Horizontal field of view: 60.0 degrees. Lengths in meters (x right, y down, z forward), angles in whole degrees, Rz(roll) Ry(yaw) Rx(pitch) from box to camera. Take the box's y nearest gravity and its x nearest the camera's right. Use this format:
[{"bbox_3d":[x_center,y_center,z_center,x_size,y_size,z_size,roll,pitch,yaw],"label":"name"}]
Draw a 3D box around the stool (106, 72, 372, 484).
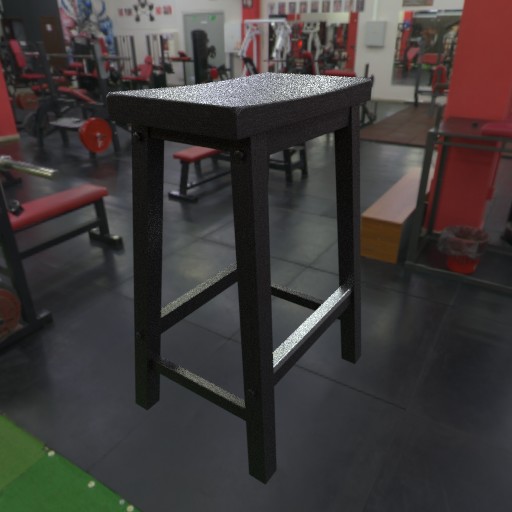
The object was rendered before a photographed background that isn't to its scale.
[{"bbox_3d":[0.000,0.000,0.841,0.322,0.610,0.406,18,32,31],"label":"stool"}]
